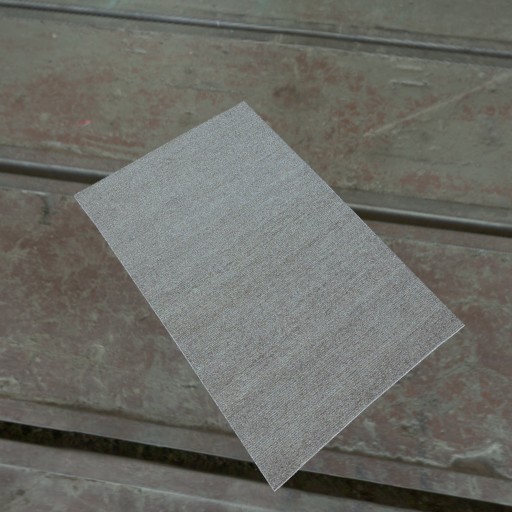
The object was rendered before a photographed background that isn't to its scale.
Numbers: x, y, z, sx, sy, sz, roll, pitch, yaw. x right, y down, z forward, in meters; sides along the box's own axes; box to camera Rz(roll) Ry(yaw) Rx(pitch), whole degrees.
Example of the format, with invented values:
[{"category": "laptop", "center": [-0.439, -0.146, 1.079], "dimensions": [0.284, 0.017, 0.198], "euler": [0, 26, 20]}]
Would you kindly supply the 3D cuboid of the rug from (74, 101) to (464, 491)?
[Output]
[{"category": "rug", "center": [0.000, 0.000, 2.261], "dimensions": [1.154, 0.021, 1.792], "euler": [-34, 69, -15]}]
